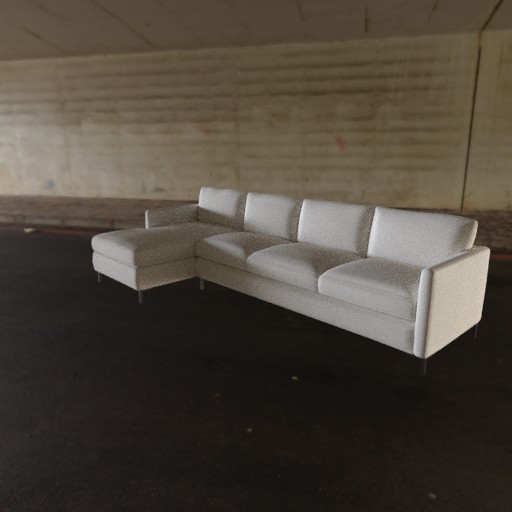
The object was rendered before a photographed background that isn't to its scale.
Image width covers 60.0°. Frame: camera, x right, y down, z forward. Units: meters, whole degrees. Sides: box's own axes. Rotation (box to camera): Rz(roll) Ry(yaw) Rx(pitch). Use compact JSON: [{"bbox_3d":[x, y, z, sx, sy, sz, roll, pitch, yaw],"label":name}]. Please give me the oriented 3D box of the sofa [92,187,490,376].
[{"bbox_3d":[0.000,0.000,3.681,1.467,0.875,3.186,-13,20,-42],"label":"sofa"}]
